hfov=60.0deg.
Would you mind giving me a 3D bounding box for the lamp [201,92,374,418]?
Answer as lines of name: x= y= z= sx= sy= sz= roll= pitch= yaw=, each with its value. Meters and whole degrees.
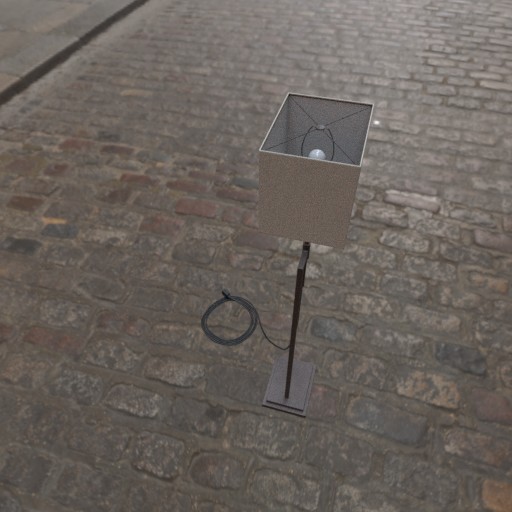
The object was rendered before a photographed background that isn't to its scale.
lamp: x=0.000 y=0.000 z=2.046 sx=0.774 sy=1.600 sz=0.698 roll=12 pitch=47 yaw=11
